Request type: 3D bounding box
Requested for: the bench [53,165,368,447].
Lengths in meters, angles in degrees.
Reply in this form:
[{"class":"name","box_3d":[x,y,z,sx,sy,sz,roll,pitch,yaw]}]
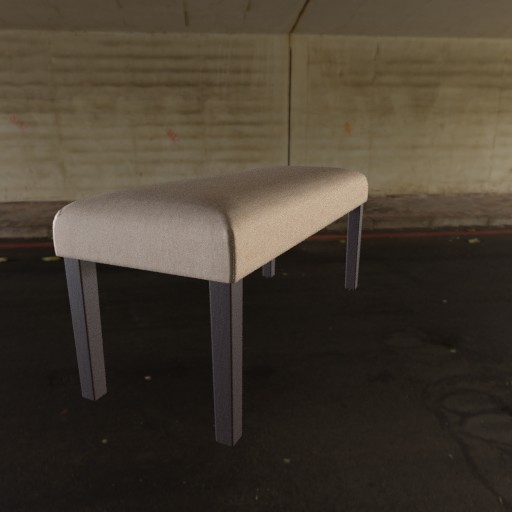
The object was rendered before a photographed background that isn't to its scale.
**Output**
[{"class":"bench","box_3d":[0.000,0.000,1.262,0.407,0.456,1.013,7,17,25]}]
